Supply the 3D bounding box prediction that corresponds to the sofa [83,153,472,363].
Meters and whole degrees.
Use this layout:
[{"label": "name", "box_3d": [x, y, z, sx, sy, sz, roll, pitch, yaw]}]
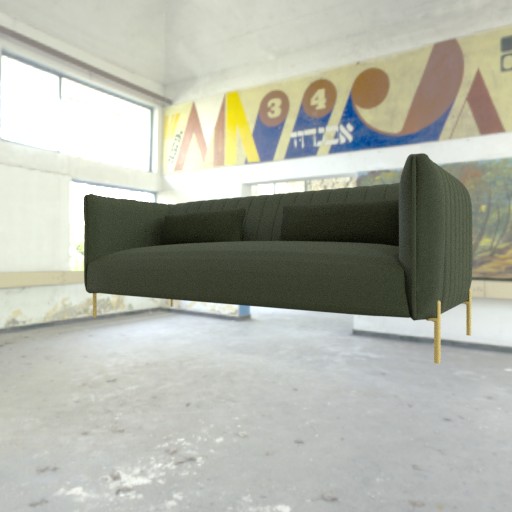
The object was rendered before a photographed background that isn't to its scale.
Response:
[{"label": "sofa", "box_3d": [0.000, 0.000, 2.518, 2.137, 0.793, 0.896, 0, 0, 35]}]
